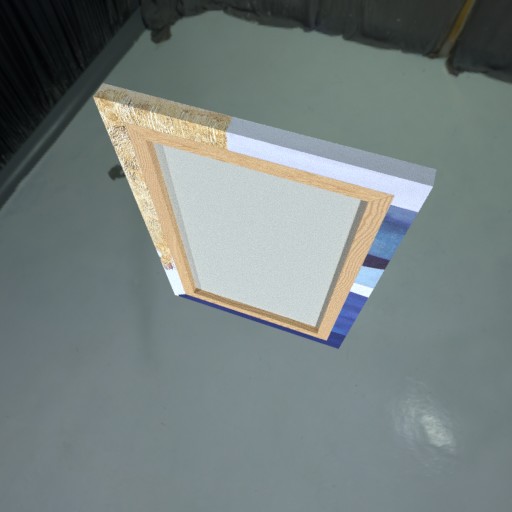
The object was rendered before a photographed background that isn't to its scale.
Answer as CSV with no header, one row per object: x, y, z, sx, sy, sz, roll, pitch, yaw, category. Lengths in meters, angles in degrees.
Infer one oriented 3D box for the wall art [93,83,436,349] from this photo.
0.000,0.000,1.160,0.607,0.911,0.039,17,63,9,wall art
